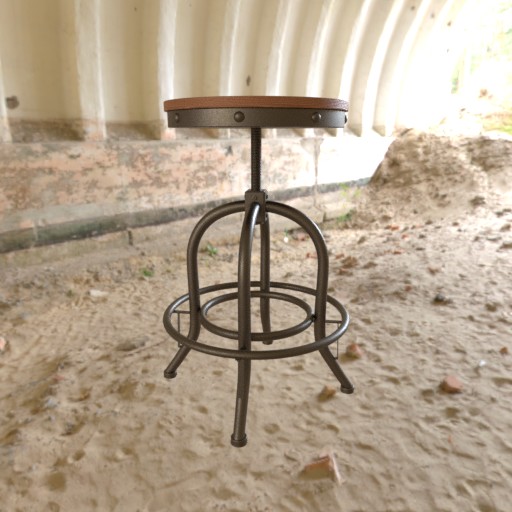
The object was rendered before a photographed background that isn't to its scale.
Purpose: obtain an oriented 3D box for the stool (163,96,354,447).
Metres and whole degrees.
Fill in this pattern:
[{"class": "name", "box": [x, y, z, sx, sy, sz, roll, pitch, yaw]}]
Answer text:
[{"class": "stool", "box": [0.000, 0.000, 0.931, 0.439, 0.609, 0.439, 2, 16, 9]}]
